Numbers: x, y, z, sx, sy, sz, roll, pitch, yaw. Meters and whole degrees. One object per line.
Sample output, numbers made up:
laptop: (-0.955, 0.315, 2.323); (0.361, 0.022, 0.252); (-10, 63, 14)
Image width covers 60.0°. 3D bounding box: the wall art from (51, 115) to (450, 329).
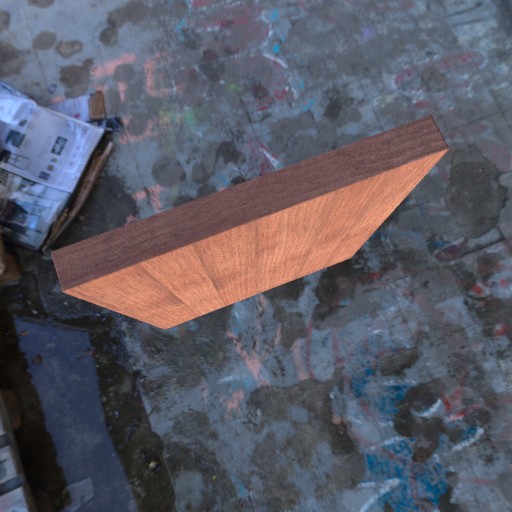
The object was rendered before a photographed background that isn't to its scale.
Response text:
wall art: (0.000, 0.000, 0.626); (0.377, 0.449, 0.039); (-21, 77, -5)
